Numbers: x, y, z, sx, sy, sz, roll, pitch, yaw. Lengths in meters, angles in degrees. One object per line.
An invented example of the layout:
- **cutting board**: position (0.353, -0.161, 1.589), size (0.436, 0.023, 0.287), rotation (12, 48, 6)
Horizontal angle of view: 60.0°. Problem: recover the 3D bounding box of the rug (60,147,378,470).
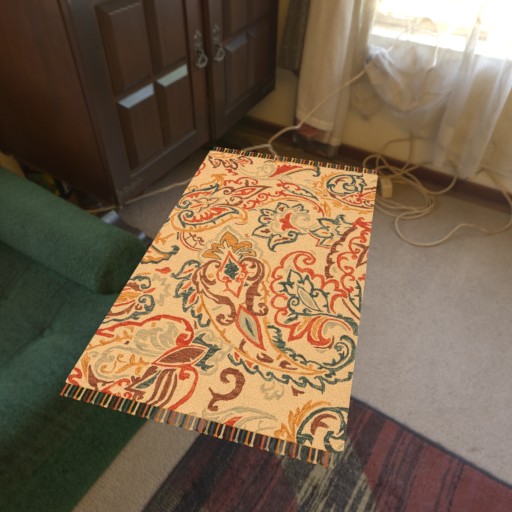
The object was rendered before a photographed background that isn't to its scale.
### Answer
- **rug**: position (0.000, 0.000, 3.131), size (1.523, 0.010, 2.584), rotation (11, 46, 10)
